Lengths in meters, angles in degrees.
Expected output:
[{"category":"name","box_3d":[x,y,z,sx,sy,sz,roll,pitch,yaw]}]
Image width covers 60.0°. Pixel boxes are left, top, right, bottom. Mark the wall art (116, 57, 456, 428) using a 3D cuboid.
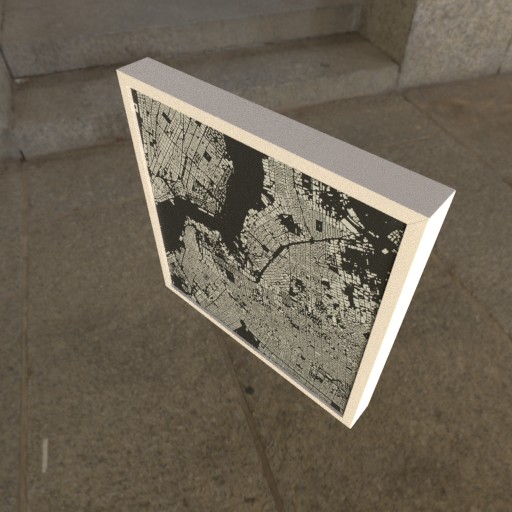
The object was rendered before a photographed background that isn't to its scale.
[{"category":"wall art","box_3d":[0.000,0.000,0.450,0.305,0.305,0.037,33,55,27]}]
